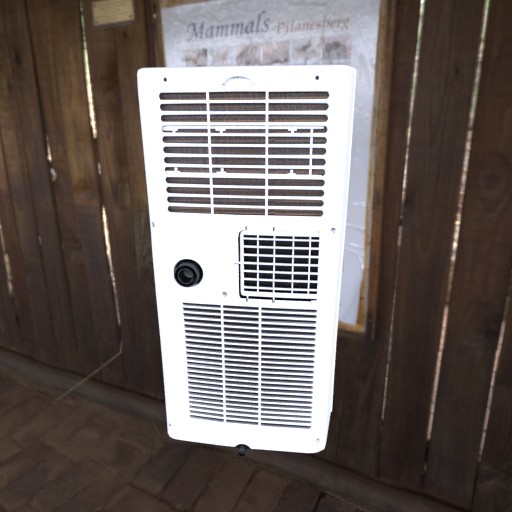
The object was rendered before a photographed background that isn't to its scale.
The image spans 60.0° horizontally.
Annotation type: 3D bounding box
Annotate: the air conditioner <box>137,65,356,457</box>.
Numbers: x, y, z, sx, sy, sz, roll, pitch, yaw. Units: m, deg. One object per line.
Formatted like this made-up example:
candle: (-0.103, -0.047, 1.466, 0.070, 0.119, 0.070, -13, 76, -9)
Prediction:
air conditioner: (0.000, 0.000, 0.784, 0.304, 0.606, 0.349, 2, 17, 8)
